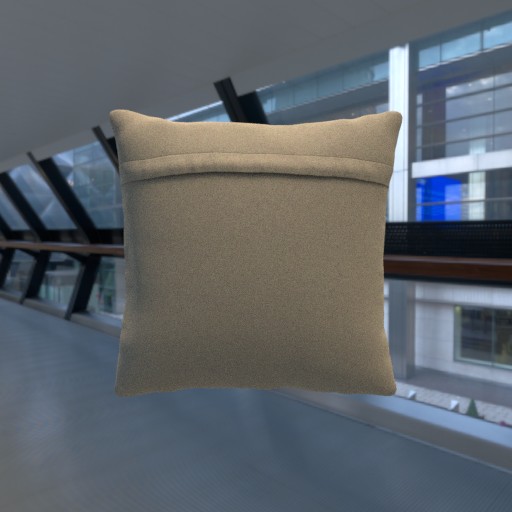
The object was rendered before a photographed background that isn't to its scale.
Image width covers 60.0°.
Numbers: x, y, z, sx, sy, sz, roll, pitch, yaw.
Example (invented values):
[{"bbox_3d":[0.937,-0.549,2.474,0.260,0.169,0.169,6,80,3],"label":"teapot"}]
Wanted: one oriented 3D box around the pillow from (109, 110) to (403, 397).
[{"bbox_3d":[0.000,0.000,0.710,0.459,0.458,0.181,0,1,-1],"label":"pillow"}]
